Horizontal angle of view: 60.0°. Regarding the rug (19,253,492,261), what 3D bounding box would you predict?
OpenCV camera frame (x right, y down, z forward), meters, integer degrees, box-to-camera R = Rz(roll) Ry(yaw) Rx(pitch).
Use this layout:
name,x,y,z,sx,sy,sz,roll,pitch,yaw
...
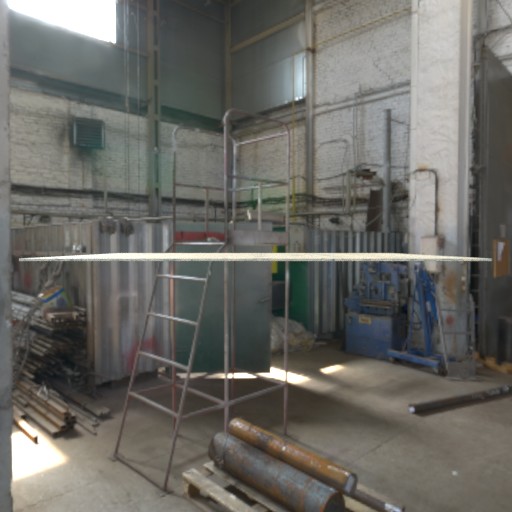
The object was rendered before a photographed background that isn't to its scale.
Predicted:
name,x,y,z,sx,sy,sz,roll,pitch,yaw
rug,0.000,0.000,2.321,1.820,0.009,1.260,0,1,0
